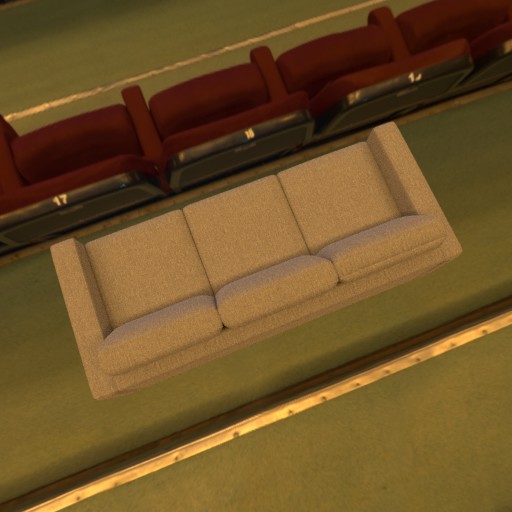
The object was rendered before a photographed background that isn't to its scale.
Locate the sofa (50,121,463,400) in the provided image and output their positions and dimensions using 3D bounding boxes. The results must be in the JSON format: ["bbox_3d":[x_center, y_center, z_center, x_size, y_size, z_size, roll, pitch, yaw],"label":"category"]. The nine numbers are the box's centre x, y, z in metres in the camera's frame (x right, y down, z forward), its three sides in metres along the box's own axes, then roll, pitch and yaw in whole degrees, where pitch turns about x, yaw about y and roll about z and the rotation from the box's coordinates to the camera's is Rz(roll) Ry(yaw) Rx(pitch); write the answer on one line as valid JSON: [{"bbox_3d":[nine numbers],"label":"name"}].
[{"bbox_3d":[0.000,0.000,2.587,2.120,0.800,0.900,-21,77,-5],"label":"sofa"}]
